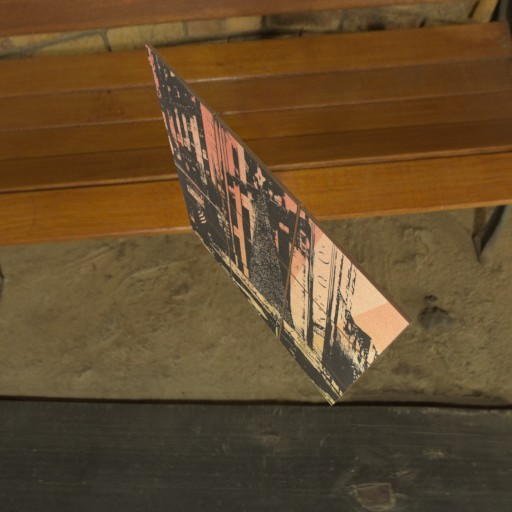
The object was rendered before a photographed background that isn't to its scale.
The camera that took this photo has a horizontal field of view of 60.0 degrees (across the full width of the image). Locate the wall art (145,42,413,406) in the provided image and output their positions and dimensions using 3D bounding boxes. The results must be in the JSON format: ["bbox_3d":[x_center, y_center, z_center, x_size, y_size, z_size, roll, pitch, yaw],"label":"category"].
[{"bbox_3d":[0.000,0.000,1.354,0.010,0.917,0.919,-34,68,-16],"label":"wall art"}]
